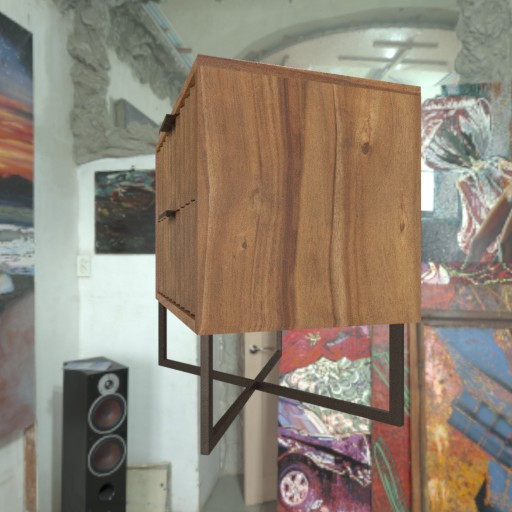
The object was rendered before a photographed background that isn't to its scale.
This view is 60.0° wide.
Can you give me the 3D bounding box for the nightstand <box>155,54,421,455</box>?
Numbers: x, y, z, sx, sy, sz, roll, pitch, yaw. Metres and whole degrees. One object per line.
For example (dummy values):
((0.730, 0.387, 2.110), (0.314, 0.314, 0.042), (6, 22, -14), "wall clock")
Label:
((0.000, 0.000, 1.027), (0.427, 0.615, 0.613), (0, 0, -19), "nightstand")
